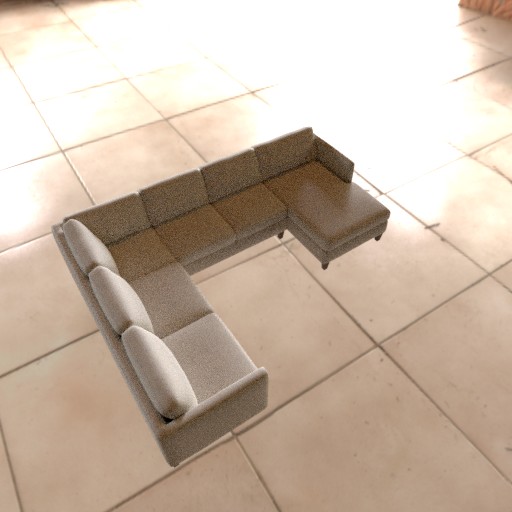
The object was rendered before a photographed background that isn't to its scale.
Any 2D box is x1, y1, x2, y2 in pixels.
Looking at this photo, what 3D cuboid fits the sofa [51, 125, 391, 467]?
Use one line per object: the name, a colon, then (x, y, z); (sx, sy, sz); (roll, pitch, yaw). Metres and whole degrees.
sofa: (0.000, 0.000, 4.446); (3.238, 0.853, 2.551); (-26, 53, -22)
